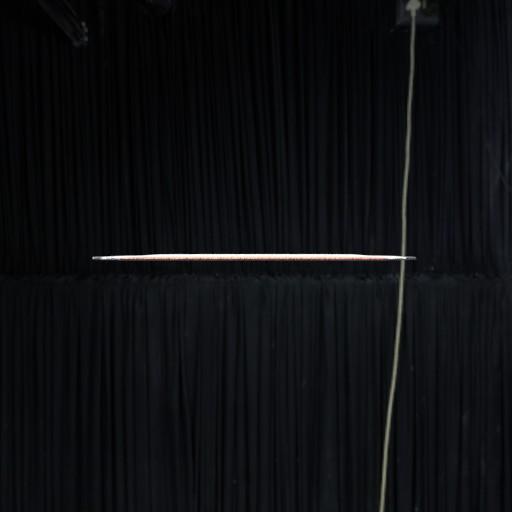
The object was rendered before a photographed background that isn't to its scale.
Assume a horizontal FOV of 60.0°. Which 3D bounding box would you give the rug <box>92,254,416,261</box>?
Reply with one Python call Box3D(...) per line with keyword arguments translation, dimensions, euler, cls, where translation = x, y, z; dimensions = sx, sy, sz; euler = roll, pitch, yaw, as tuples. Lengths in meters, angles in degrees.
Box3D(translation=(0.000, 0.000, 3.168), dimensions=(1.530, 0.017, 2.446), euler=(0, 1, 1), cls="rug")
